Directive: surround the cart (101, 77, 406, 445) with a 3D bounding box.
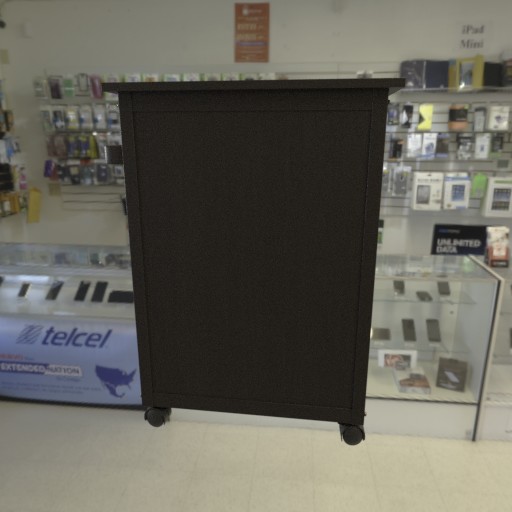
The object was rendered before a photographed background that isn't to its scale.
[{"bbox_3d":[0.000,0.000,1.251,0.660,0.879,0.456,2,16,8],"label":"cart"}]
